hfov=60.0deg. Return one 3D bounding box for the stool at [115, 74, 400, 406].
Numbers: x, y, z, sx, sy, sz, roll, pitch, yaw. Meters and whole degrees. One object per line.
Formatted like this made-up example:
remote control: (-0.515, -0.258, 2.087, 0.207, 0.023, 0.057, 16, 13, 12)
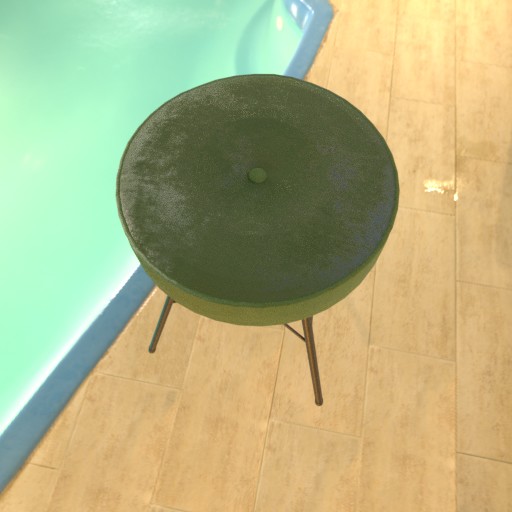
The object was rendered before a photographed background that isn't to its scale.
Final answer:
stool: (0.000, 0.000, 0.919, 0.457, 0.595, 0.430, 15, 65, 7)
